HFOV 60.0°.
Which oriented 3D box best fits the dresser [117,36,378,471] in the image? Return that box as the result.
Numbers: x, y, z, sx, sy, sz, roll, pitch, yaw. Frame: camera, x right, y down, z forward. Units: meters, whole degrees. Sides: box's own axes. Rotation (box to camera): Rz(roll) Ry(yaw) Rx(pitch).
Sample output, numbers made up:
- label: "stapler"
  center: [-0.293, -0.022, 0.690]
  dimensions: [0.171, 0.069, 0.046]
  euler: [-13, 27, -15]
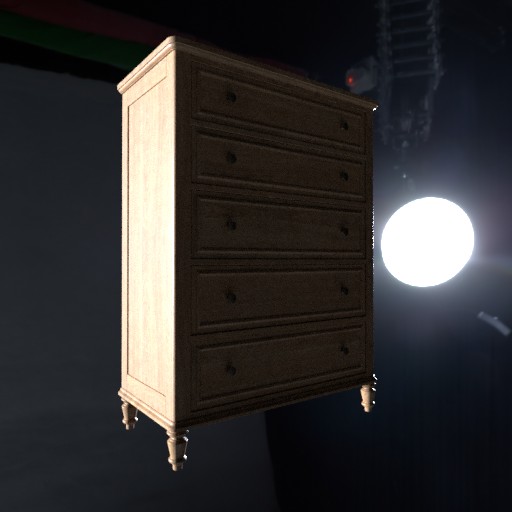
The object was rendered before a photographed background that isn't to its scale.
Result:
- label: "dresser"
  center: [0.000, 0.000, 1.797]
  dimensions: [0.973, 1.318, 0.484]
  euler: [0, -1, -36]
